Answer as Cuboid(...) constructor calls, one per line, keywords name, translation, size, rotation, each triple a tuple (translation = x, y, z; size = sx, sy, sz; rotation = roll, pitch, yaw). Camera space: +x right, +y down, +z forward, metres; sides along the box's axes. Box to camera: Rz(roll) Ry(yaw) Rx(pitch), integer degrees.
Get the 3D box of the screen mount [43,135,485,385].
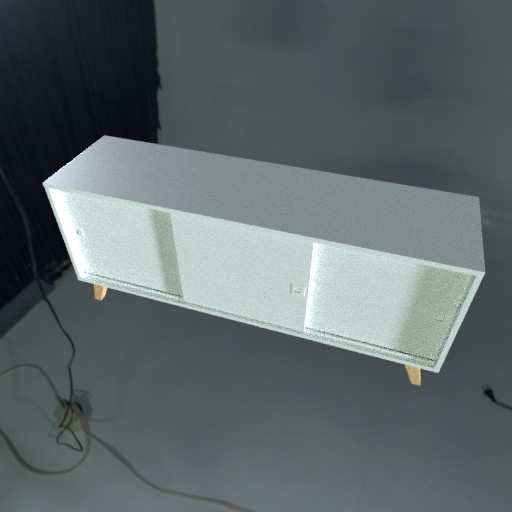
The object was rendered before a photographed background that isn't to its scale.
Cuboid(name="screen mount", translation=(0.000, 0.000, 1.769), size=(1.490, 0.619, 0.400), rotation=(12, 43, 14))
